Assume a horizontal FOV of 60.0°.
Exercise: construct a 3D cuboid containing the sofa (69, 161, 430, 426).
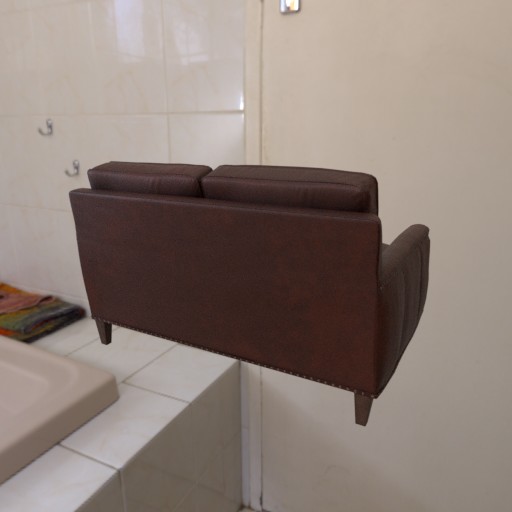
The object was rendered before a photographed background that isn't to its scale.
[{"bbox_3d":[0.000,0.000,2.336,1.628,1.003,1.083,9,18,28],"label":"sofa"}]
